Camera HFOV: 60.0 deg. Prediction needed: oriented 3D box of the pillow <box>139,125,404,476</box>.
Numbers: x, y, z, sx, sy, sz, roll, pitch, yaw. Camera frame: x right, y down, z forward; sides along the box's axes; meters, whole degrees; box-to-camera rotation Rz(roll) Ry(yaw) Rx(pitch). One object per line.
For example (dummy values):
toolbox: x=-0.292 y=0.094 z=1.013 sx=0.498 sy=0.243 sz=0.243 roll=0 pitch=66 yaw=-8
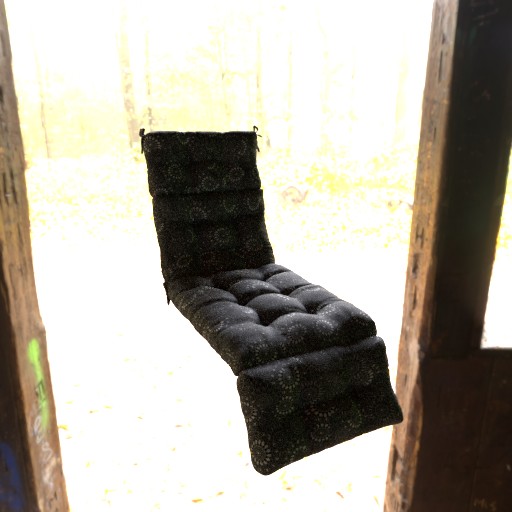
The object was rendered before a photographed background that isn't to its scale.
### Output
pillow: x=0.000 y=0.000 z=1.510 sx=0.526 sy=0.863 sz=1.016 roll=-8 pitch=18 yaw=-27
